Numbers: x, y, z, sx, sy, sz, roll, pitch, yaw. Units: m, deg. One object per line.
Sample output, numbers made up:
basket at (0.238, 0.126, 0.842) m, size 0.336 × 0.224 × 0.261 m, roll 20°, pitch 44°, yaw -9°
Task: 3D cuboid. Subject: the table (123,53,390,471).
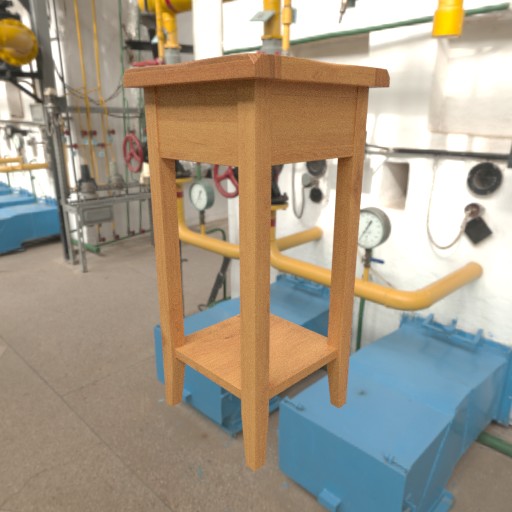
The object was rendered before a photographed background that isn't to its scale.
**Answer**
table at (0.000, 0.000, 0.950) m, size 0.360 × 0.740 × 0.360 m, roll -17°, pitch 24°, yaw -42°
